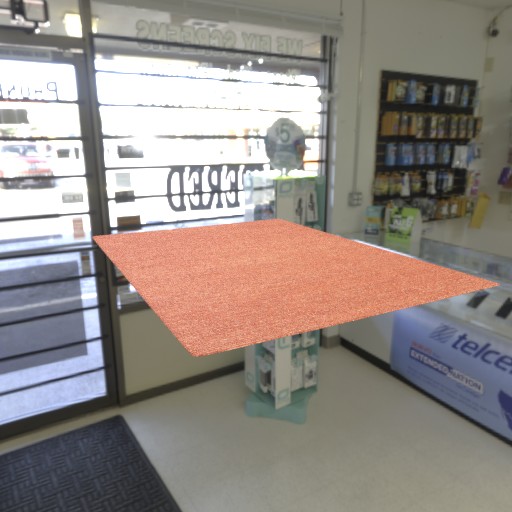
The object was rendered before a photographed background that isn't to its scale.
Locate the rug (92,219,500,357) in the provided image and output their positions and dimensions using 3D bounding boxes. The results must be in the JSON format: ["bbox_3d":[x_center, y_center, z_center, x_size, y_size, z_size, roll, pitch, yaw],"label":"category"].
[{"bbox_3d":[0.000,0.000,2.697,1.594,0.009,2.112,-8,17,-27],"label":"rug"}]
